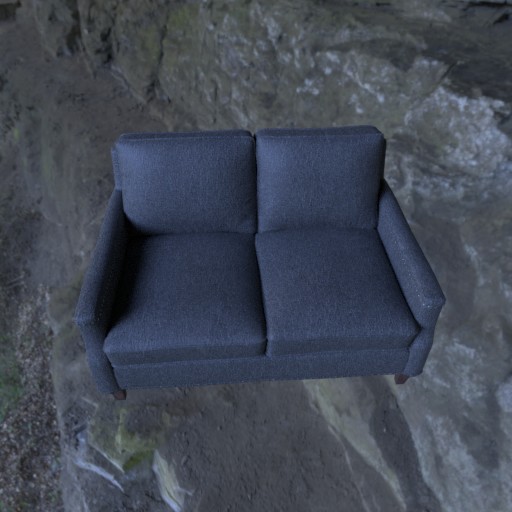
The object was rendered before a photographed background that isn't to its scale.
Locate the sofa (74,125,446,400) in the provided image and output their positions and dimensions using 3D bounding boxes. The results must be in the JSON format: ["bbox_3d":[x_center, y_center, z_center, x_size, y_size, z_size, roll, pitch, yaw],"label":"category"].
[{"bbox_3d":[0.000,0.000,2.285,1.597,1.003,1.084,-3,44,-3],"label":"sofa"}]
